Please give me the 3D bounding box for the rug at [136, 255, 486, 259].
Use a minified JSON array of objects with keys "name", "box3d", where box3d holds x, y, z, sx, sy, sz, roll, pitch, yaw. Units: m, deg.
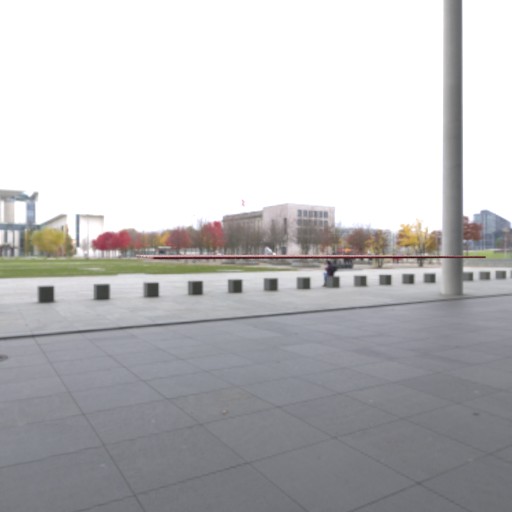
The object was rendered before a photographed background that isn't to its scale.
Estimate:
[{"name":"rug","box3d":[0.000,0.000,3.023,1.535,0.010,2.431,0,0,-17]}]
